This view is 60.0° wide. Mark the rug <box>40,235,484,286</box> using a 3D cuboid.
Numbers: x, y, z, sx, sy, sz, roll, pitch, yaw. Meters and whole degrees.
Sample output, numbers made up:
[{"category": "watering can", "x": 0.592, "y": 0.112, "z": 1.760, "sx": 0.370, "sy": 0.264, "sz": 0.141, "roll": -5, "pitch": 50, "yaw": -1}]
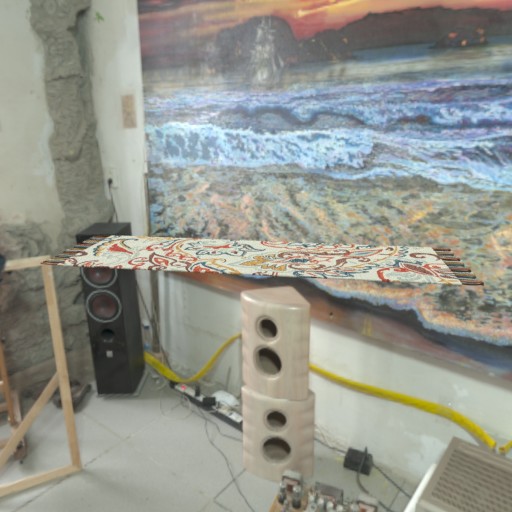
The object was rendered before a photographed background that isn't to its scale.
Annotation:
[{"category": "rug", "x": 0.000, "y": 0.000, "z": 2.998, "sx": 2.682, "sy": 0.015, "sz": 0.763, "roll": 2, "pitch": 17, "yaw": 8}]
